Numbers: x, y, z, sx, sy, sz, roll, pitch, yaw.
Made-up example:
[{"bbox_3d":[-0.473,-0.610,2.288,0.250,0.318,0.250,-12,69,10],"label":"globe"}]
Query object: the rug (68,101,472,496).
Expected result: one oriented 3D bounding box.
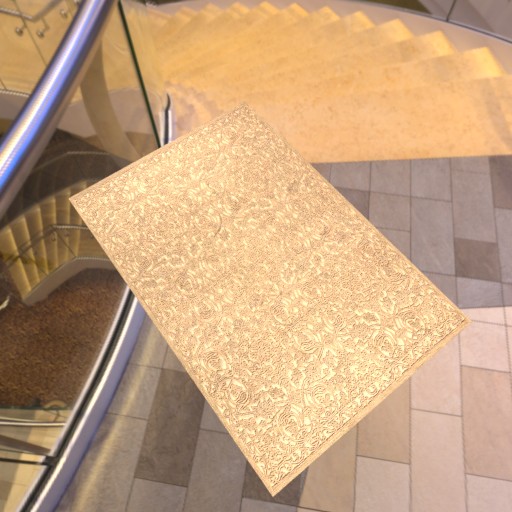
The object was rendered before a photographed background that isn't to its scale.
[{"bbox_3d":[0.000,0.000,2.295,1.221,0.006,1.827,-34,68,-16],"label":"rug"}]
